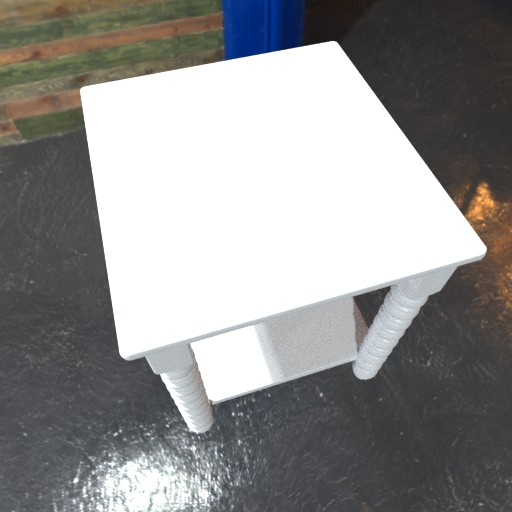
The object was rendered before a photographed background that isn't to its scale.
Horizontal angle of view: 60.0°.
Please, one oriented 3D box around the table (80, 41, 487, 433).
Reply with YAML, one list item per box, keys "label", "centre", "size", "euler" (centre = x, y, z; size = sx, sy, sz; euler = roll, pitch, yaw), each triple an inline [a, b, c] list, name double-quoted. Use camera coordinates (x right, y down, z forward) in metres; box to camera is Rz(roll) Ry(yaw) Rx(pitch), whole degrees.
- label: "table"
  centre: [0.000, 0.000, 0.933]
  size: [0.500, 0.563, 0.533]
  euler: [-15, 58, -9]
